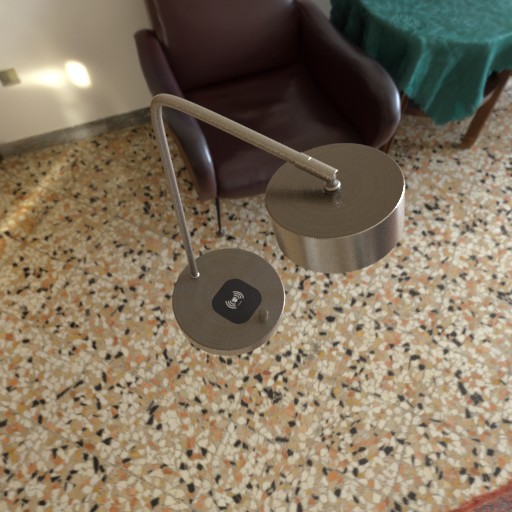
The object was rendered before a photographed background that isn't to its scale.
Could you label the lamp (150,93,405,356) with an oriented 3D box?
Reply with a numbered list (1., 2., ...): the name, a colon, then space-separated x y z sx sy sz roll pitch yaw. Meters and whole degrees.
1. lamp: 0.000 0.000 0.637 0.334 0.469 0.211 30 64 17
